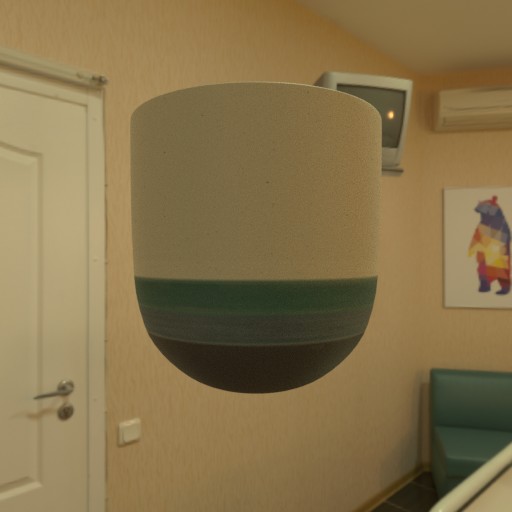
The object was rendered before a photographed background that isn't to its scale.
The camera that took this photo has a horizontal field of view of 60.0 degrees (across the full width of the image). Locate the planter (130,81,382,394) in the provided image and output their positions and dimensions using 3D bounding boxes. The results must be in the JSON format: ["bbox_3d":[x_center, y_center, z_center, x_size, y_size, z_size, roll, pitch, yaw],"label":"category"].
[{"bbox_3d":[0.000,0.000,0.373,0.204,0.214,0.204,0,0,0],"label":"planter"}]
